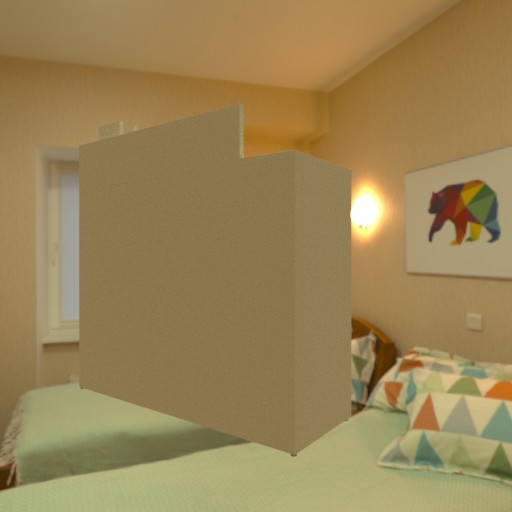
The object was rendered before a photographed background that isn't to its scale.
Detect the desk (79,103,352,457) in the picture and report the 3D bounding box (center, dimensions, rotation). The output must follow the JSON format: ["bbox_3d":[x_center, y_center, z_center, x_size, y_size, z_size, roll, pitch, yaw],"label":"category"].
[{"bbox_3d":[0.000,0.000,1.744,0.940,0.986,0.940,0,0,37],"label":"desk"}]
